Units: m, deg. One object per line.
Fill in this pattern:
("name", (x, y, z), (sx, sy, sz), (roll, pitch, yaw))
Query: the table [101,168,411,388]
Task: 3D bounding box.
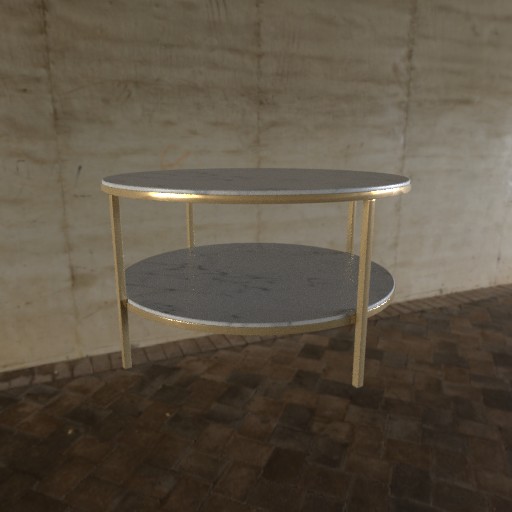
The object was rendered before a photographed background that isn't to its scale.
("table", (0.000, 0.000, 1.260), (0.800, 0.450, 0.800), (0, 14, 0))
